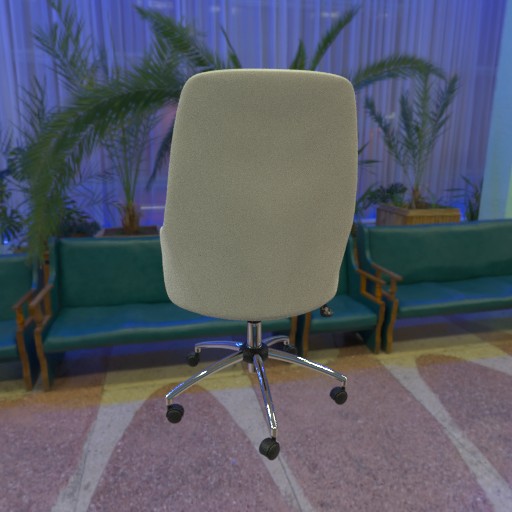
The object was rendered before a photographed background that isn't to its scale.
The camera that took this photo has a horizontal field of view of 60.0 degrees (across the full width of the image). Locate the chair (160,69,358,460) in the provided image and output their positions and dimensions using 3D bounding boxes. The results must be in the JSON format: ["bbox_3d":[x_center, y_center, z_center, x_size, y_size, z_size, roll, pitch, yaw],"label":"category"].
[{"bbox_3d":[0.000,0.000,1.430,0.620,1.049,0.640,-3,15,-10],"label":"chair"}]
